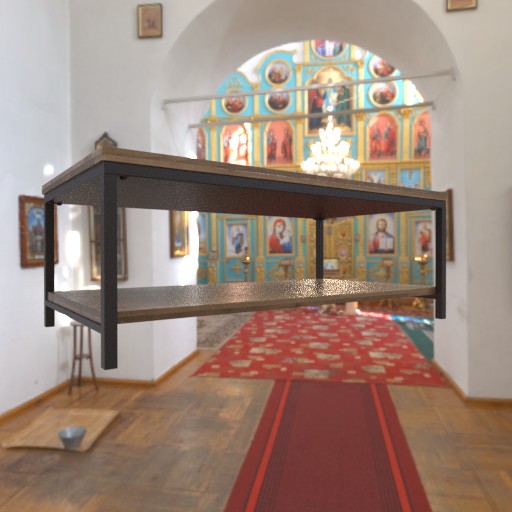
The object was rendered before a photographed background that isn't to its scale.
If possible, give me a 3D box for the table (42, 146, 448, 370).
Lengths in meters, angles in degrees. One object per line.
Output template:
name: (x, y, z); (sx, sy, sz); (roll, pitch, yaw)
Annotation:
table: (0.000, 0.000, 1.313); (1.062, 0.393, 0.574); (0, 1, -35)
